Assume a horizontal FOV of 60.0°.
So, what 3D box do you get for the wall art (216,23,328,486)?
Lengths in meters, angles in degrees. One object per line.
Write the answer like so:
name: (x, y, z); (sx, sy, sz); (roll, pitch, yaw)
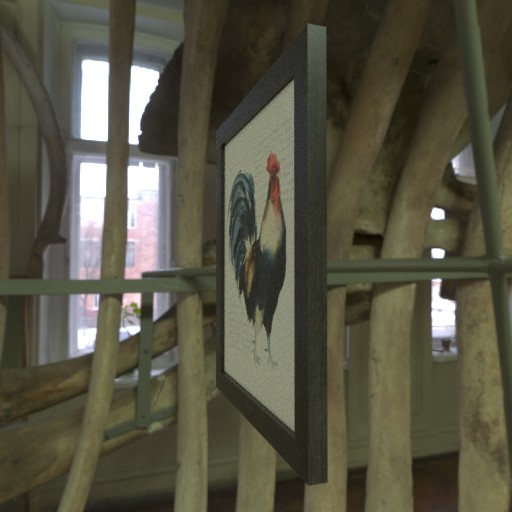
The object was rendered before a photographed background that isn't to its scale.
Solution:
wall art: (0.000, 0.000, 0.787); (0.027, 0.580, 0.479); (0, -1, -19)
